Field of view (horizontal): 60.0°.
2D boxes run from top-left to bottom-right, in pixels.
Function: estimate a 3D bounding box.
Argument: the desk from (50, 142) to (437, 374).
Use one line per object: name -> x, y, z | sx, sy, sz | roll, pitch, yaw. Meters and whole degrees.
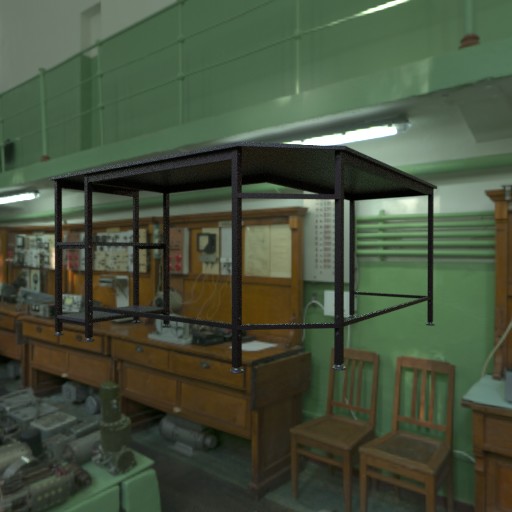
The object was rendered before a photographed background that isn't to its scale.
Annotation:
desk -> 0.000, 0.000, 2.219 | 1.379, 0.739, 1.379 | 0, 1, 37
